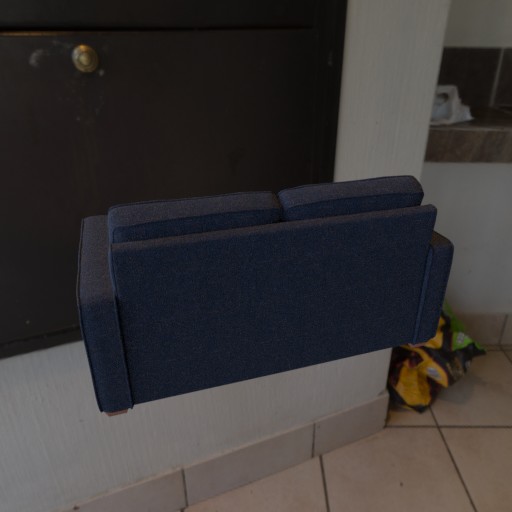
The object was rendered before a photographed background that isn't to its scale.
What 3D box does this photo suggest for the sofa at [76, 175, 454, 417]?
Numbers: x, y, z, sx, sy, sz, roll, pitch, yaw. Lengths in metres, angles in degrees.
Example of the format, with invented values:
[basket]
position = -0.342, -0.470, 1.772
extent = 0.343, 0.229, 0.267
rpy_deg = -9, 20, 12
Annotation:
[sofa]
position = 0.000, 0.000, 2.312
extent = 1.709, 0.918, 0.947
rpy_deg = -8, 28, -16
